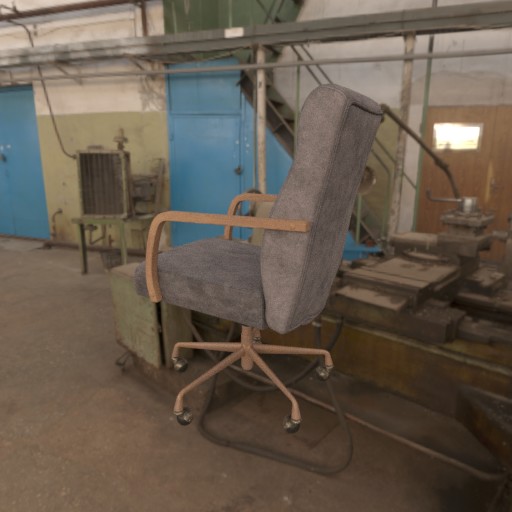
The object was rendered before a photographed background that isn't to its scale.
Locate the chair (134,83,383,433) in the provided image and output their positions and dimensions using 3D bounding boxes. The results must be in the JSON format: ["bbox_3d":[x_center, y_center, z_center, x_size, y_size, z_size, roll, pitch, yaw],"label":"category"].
[{"bbox_3d":[0.000,0.000,1.513,0.741,1.029,0.640,7,16,24],"label":"chair"}]
